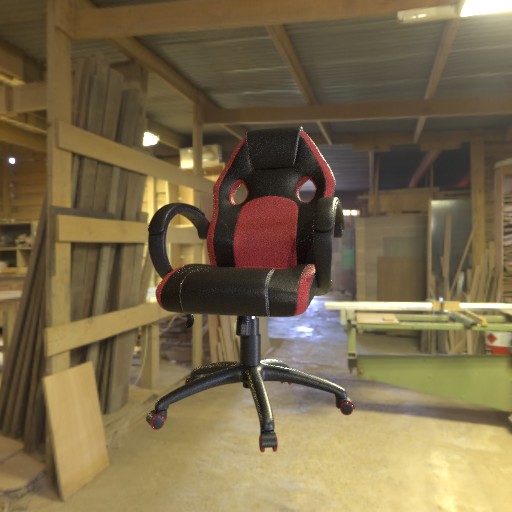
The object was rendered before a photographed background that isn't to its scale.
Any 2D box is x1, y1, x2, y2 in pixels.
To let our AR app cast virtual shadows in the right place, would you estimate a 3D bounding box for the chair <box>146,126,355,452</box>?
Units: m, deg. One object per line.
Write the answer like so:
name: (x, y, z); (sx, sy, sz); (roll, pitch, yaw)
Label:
chair: (0.000, 0.000, 1.731); (0.750, 1.189, 0.783); (0, 0, 17)
